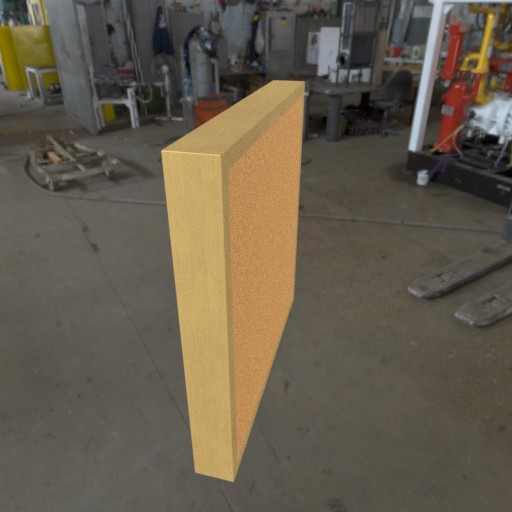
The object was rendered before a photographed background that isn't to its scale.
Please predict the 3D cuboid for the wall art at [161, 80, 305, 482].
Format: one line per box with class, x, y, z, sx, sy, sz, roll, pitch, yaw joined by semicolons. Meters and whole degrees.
wall art;0.000;0.000;0.464;0.038;0.305;0.305;7;30;13
